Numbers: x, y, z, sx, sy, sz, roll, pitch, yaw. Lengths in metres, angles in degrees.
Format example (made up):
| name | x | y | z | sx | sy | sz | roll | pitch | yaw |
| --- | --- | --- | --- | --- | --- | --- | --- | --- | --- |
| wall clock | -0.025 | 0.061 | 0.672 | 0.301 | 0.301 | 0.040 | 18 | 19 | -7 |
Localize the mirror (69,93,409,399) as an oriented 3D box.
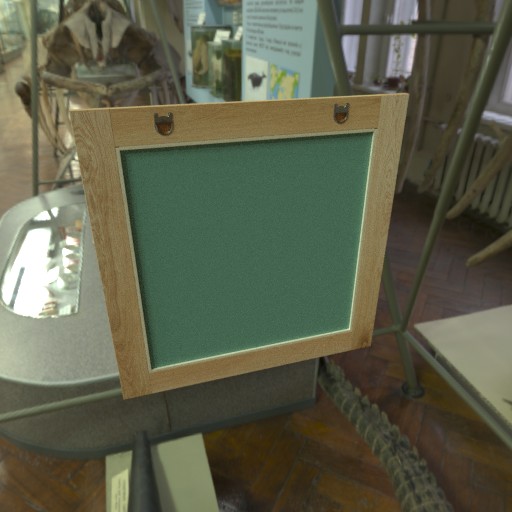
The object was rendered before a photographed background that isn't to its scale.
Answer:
| name | x | y | z | sx | sy | sz | roll | pitch | yaw |
| --- | --- | --- | --- | --- | --- | --- | --- | --- | --- |
| mirror | 0.000 | 0.000 | 1.198 | 0.800 | 0.800 | 0.020 | -8 | 29 | -15 |
